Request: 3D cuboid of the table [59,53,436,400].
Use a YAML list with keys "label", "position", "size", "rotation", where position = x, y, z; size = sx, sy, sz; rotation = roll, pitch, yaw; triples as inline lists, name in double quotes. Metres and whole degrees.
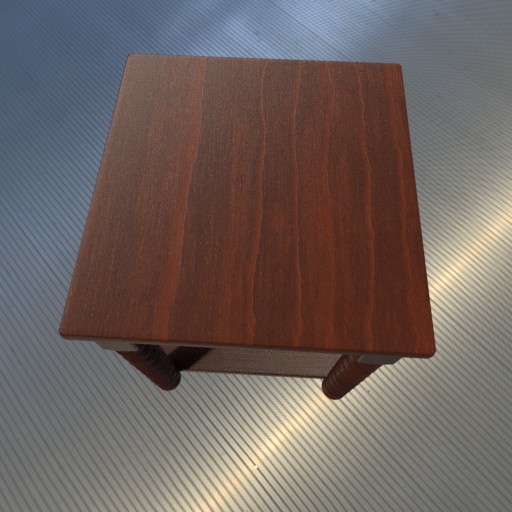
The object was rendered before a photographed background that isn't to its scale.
- label: "table"
  position: [0.000, 0.000, 0.949]
  size: [0.500, 0.567, 0.533]
  rotation: [3, 65, 1]
